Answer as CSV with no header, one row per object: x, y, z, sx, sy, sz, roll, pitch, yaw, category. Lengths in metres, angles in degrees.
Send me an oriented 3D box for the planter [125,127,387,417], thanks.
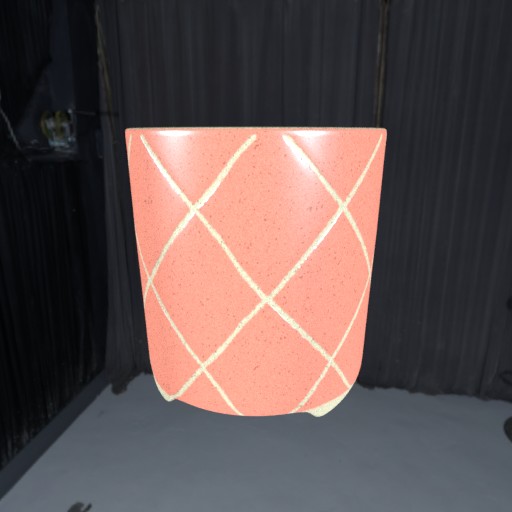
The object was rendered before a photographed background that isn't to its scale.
0.000,0.000,0.362,0.191,0.200,0.191,0,15,0,planter
